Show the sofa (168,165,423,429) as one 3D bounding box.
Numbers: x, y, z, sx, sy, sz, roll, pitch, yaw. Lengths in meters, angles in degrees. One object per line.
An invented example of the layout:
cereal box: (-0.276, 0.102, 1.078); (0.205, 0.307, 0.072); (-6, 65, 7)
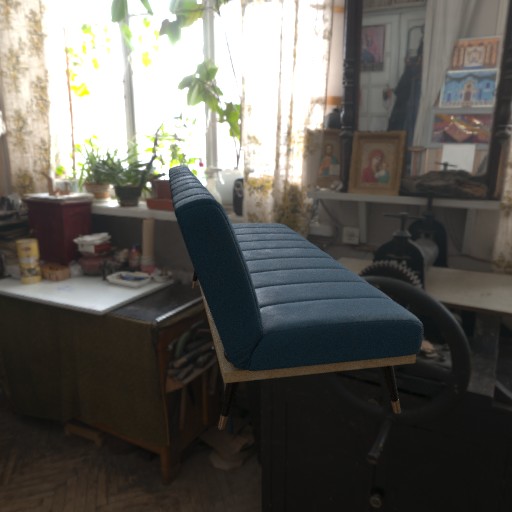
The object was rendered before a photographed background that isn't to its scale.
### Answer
sofa: (0.000, 0.000, 2.265); (0.830, 0.825, 1.810); (-3, 15, -11)
